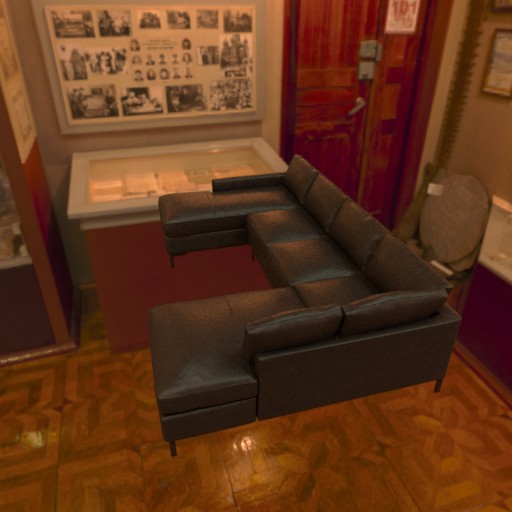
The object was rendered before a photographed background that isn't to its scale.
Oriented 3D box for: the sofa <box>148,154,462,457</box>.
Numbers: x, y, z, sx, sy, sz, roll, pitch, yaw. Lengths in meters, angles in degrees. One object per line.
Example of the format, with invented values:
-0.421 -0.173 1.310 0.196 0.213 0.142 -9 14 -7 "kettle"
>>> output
0.000 0.000 3.878 1.939 0.900 2.956 -8 31 -13 "sofa"
